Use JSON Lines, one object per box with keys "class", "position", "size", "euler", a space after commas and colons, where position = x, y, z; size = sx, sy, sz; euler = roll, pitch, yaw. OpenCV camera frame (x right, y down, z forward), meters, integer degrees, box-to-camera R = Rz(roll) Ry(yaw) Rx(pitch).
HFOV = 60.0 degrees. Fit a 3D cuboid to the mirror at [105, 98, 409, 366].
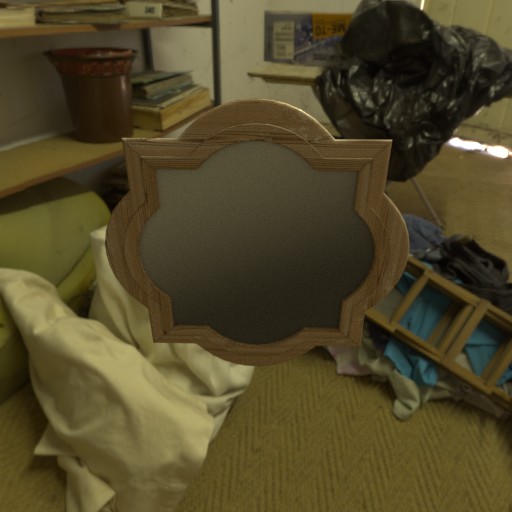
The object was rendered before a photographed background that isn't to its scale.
{"class": "mirror", "position": [0.000, 0.000, 1.033], "size": [0.686, 0.686, 0.019], "euler": [1, 31, 1]}
